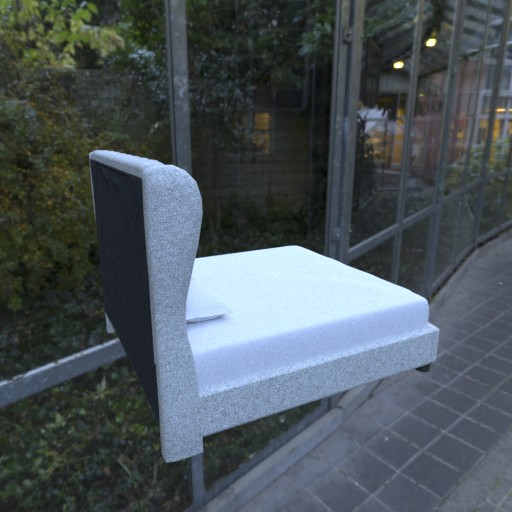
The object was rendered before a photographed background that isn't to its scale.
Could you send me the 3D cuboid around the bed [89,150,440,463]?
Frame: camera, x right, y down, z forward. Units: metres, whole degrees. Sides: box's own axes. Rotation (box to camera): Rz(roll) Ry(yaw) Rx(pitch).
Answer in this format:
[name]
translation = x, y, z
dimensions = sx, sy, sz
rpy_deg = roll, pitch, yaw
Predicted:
[bed]
translation = 0.000, 0.000, 3.867
dimensions = 2.347, 1.771, 2.219
rpy_deg = -8, 18, -26
